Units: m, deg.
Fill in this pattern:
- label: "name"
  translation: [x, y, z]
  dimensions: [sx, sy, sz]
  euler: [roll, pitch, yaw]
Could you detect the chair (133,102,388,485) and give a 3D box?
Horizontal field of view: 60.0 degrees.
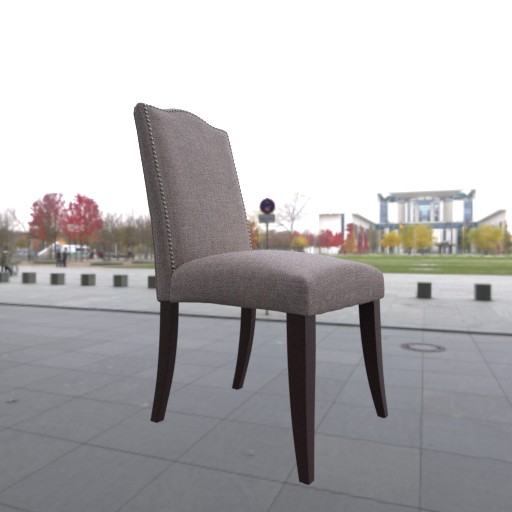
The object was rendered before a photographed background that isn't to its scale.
- label: "chair"
  translation: [0.000, 0.000, 1.379]
  dimensions: [0.660, 1.016, 0.513]
  euler: [0, 1, 36]
